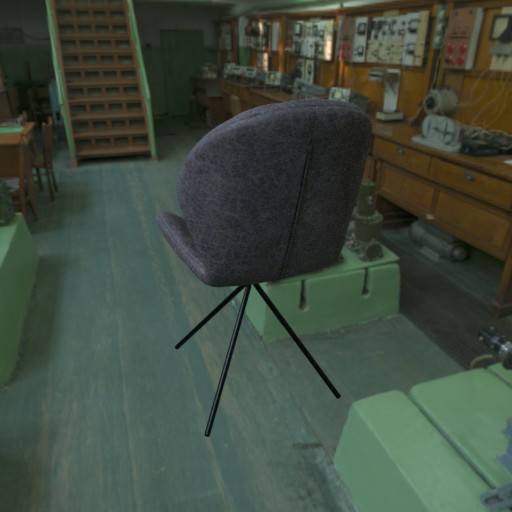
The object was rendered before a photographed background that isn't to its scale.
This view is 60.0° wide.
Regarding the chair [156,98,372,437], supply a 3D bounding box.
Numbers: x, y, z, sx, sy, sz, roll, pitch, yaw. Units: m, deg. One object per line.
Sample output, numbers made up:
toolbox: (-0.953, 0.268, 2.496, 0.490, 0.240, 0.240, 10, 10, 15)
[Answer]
chair: (0.000, 0.000, 1.299, 0.527, 0.934, 0.640, -9, 27, -18)
